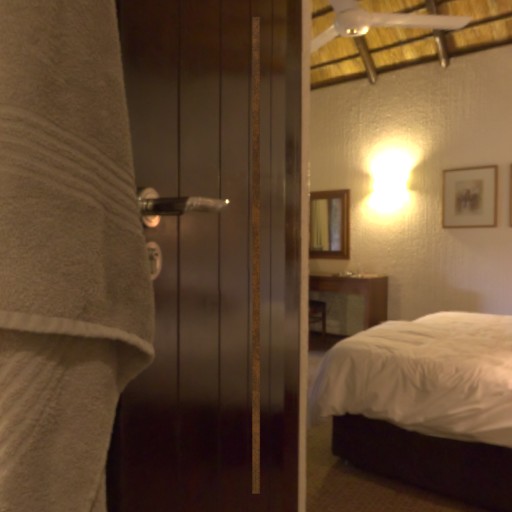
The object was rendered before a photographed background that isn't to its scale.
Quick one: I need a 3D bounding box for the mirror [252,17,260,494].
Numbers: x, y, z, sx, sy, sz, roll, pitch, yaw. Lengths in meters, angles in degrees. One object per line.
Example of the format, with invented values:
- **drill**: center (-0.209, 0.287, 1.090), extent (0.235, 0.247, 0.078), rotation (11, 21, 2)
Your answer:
- **mirror**: center (0.000, 0.000, 2.295), extent (0.032, 2.031, 0.812), rotation (0, 1, 0)
